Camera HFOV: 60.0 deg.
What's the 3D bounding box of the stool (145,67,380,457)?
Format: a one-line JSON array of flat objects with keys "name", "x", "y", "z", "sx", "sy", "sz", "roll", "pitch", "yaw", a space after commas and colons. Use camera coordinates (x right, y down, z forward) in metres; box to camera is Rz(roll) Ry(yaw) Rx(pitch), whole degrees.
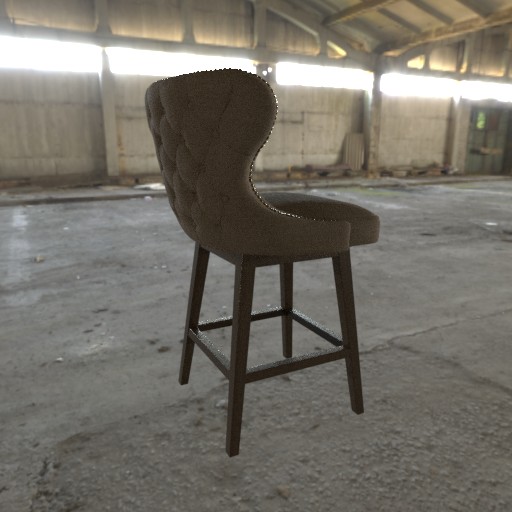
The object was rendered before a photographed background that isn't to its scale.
[{"name": "stool", "x": 0.000, "y": 0.000, "z": 1.350, "sx": 0.597, "sy": 0.972, "sz": 0.615, "roll": -7, "pitch": 15, "yaw": -26}]
